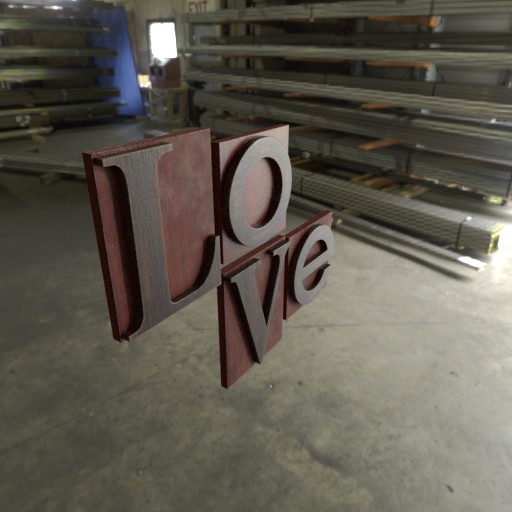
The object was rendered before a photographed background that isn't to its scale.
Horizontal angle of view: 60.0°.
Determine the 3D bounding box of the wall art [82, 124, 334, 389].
[{"bbox_3d":[0.000,0.000,0.827,0.030,0.497,0.635,17,30,31],"label":"wall art"}]
